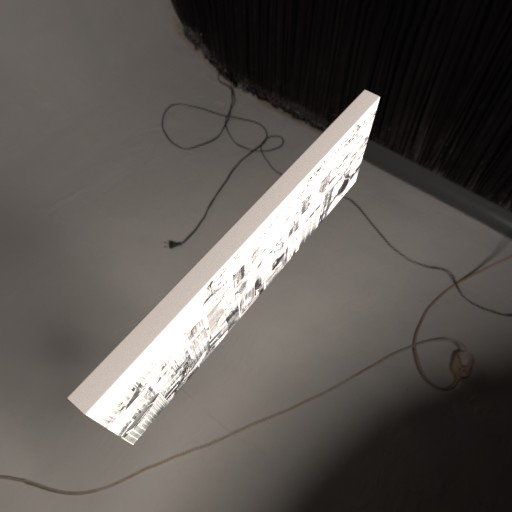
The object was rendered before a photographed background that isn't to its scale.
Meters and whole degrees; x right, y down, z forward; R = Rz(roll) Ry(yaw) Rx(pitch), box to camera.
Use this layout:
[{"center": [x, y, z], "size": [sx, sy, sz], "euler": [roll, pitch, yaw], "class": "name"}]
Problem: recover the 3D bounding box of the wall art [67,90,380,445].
[{"center": [0.000, 0.000, 0.837], "size": [0.038, 0.255, 0.763], "euler": [33, 64, 18], "class": "wall art"}]
